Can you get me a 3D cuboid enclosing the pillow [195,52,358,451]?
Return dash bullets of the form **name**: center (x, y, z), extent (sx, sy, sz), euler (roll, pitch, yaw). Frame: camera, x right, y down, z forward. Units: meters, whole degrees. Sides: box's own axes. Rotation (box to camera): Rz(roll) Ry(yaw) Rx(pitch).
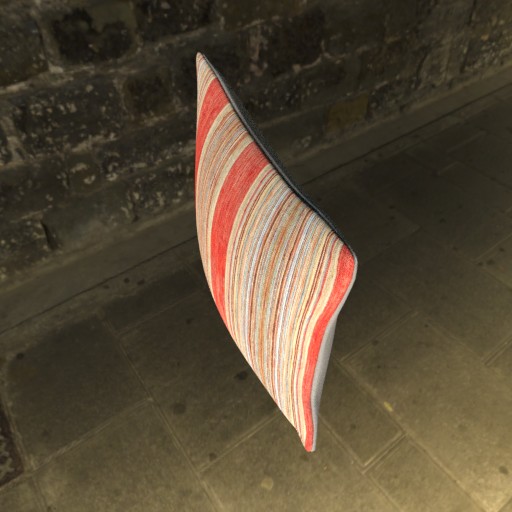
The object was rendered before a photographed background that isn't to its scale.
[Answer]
- **pillow**: center (0.000, 0.000, 0.634), extent (0.136, 0.419, 0.437), euler (-16, 49, -15)
